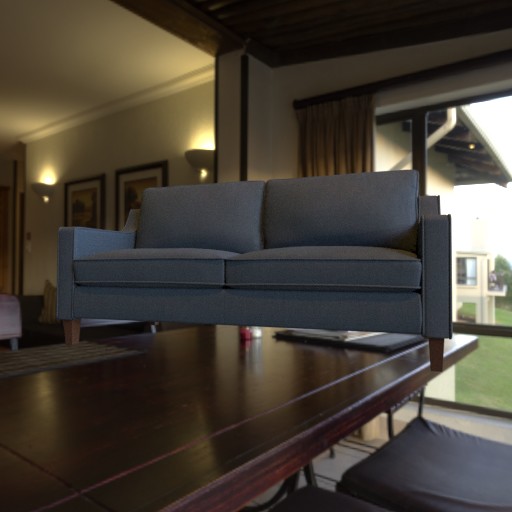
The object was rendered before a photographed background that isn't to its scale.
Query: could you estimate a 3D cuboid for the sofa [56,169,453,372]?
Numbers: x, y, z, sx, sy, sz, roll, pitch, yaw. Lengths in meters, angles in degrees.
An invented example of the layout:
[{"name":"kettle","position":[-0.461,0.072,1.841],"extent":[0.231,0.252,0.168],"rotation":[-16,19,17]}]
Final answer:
[{"name":"sofa","position":[0.000,0.000,2.783],"extent":[2.178,1.071,1.066],"rotation":[0,-1,19]}]
